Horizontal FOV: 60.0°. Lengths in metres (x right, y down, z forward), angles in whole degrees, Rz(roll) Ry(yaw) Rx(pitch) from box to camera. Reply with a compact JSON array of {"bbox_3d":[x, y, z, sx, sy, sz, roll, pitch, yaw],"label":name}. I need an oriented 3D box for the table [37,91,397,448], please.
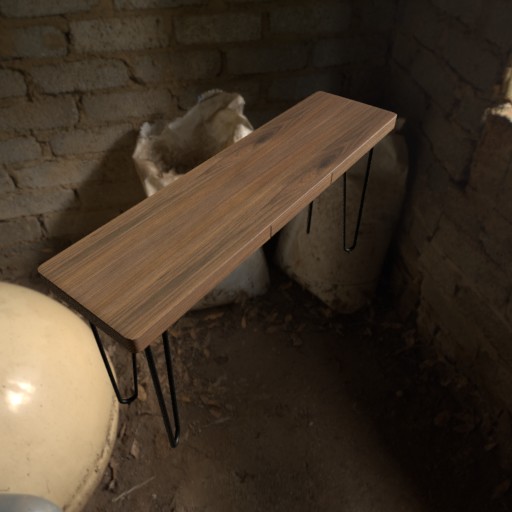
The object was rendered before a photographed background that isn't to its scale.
[{"bbox_3d":[0.000,0.000,1.932,0.425,0.834,1.570,28,50,26],"label":"table"}]
